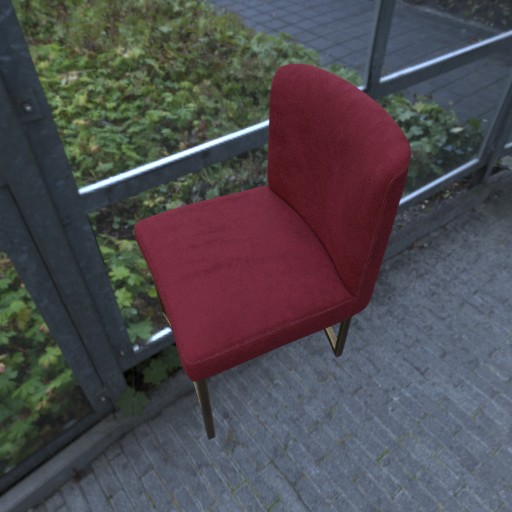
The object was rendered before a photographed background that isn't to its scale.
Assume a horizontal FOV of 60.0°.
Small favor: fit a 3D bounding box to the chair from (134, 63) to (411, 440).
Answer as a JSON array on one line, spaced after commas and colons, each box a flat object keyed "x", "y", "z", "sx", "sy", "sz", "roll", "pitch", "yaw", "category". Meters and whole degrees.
[{"x": 0.000, "y": 0.000, "z": 1.198, "sx": 0.560, "sy": 0.824, "sz": 0.530, "roll": -18, "pitch": 48, "yaw": -16, "category": "chair"}]
